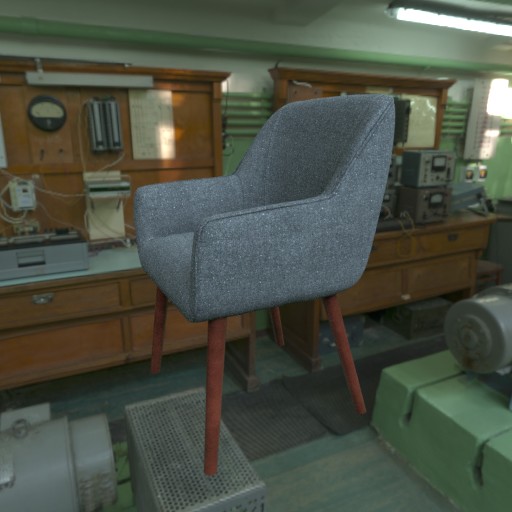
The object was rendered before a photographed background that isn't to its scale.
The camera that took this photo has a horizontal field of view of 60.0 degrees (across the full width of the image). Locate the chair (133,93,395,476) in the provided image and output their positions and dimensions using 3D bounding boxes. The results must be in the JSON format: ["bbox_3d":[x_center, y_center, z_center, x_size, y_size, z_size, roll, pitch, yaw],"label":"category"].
[{"bbox_3d":[0.000,0.000,1.166,0.519,0.803,0.543,-8,18,-26],"label":"chair"}]
